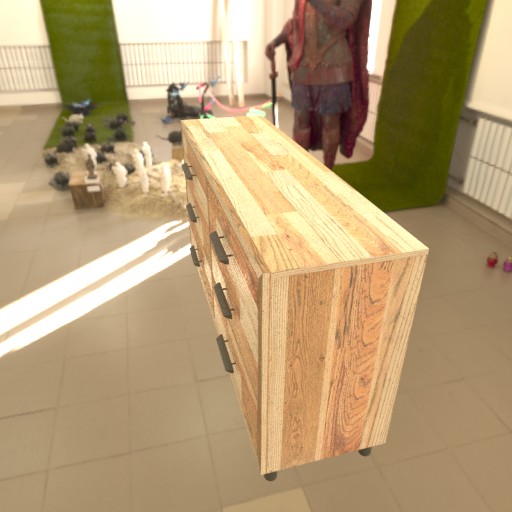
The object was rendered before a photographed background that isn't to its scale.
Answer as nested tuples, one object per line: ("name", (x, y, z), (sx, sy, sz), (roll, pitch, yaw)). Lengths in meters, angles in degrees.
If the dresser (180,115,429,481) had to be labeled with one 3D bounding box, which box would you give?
("dresser", (0.000, 0.000, 1.924), (0.487, 0.834, 1.547), (-8, 31, -13))
